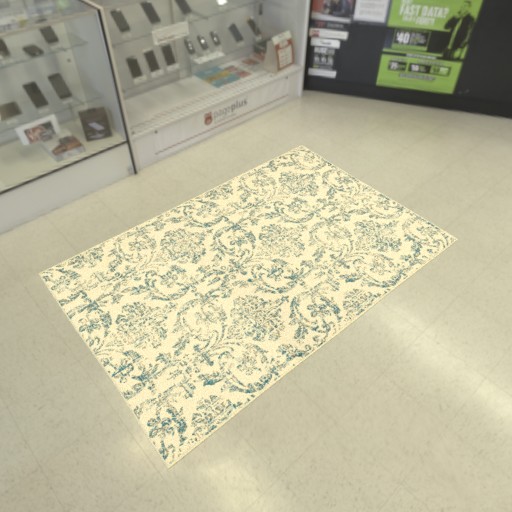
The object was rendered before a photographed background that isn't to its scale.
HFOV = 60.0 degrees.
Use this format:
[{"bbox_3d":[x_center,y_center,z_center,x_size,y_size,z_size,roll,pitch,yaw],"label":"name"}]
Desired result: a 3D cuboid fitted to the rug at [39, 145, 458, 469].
[{"bbox_3d":[0.000,0.000,3.457,2.746,0.018,1.819,-31,54,-26],"label":"rug"}]
